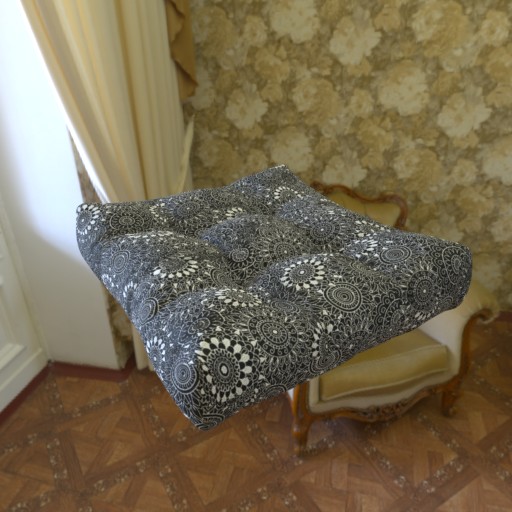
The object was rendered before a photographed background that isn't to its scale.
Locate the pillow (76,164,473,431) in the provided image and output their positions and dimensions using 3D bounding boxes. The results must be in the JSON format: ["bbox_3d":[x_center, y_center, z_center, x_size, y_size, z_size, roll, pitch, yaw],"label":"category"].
[{"bbox_3d":[0.000,0.000,0.720,0.468,0.128,0.490,-17,33,-28],"label":"pillow"}]
